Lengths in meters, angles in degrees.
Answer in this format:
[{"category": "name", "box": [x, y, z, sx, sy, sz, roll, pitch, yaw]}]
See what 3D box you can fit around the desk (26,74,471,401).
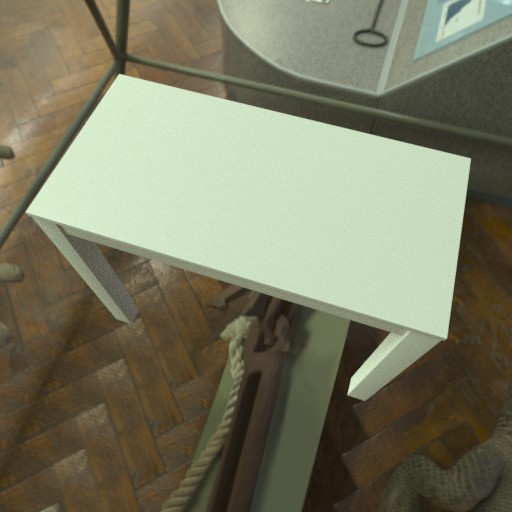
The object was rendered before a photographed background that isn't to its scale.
[{"category": "desk", "box": [0.000, 0.000, 1.429, 0.990, 0.762, 0.497, 16, 64, 8]}]
